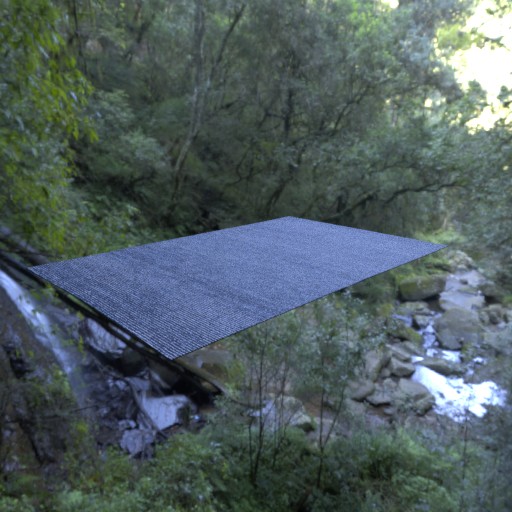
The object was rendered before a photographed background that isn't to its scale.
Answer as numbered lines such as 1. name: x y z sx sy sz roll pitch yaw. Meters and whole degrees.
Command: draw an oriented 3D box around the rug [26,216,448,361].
1. rug: 0.000 0.000 2.146 1.740 0.010 1.135 -15 22 -42
